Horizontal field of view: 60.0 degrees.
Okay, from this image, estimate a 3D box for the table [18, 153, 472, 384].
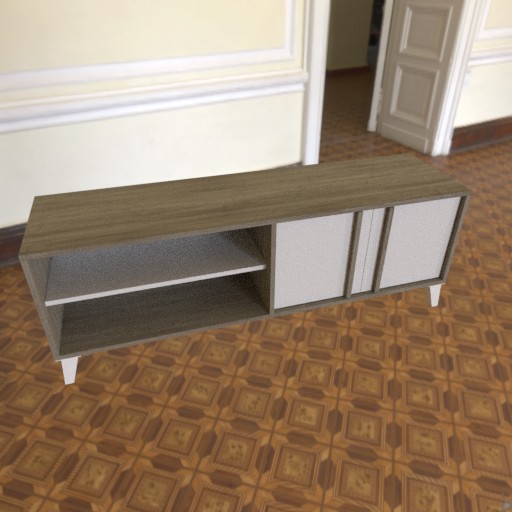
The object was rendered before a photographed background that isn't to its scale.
[{"bbox_3d":[0.000,0.000,1.717,1.500,0.530,0.400,-9,34,-14],"label":"table"}]
